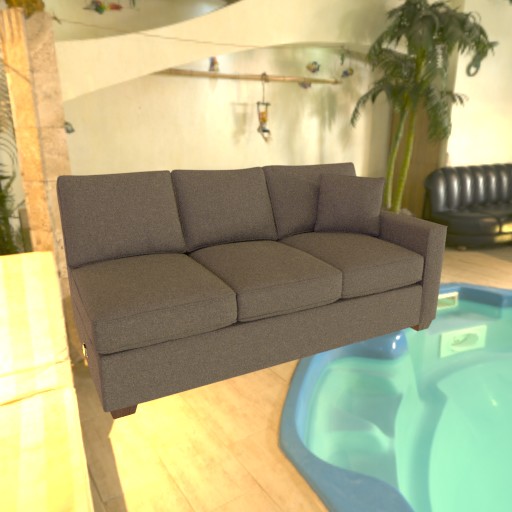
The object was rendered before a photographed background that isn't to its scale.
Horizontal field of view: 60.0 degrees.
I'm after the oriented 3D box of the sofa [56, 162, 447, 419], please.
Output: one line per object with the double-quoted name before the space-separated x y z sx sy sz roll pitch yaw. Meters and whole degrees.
"sofa" 0.000 0.000 2.528 1.963 0.946 1.034 -9 18 -27
